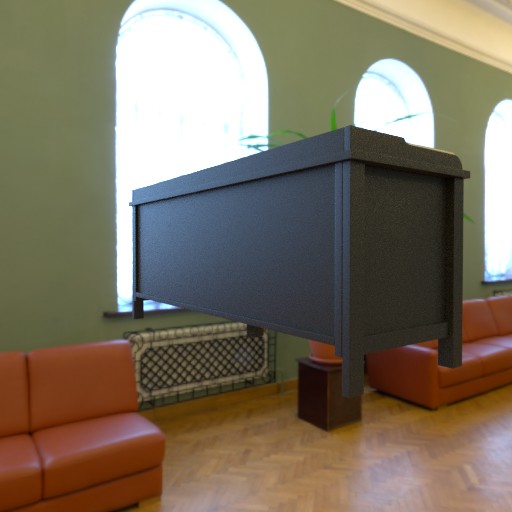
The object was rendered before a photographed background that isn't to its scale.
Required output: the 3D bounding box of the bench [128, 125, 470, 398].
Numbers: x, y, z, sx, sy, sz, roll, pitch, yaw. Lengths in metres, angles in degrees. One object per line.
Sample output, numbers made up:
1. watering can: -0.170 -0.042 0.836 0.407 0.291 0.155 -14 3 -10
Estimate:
1. bench: 0.000 0.000 1.372 0.398 0.501 1.140 -1 1 -36
